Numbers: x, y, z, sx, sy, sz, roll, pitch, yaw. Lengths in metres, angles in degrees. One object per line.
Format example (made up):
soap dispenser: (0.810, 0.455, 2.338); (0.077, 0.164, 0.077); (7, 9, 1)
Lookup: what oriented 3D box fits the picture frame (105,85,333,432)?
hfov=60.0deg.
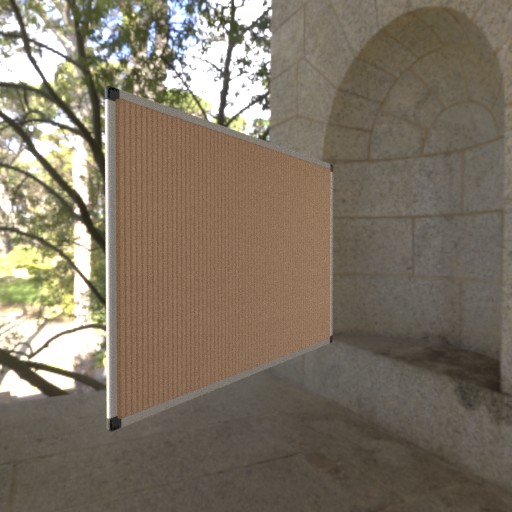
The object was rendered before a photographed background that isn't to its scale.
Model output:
picture frame: (0.000, 0.000, 1.132); (0.010, 0.600, 0.900); (1, 1, 35)
